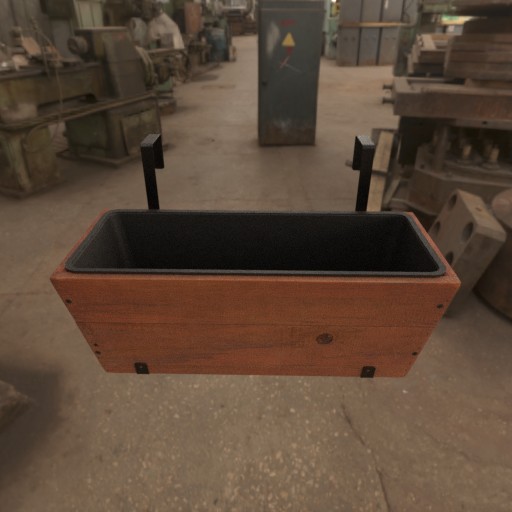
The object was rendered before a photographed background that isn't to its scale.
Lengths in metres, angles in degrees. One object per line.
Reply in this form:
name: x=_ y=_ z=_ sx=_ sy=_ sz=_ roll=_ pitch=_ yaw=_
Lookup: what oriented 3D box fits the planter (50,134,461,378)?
planter: x=0.000 y=0.000 z=0.648 sx=0.480 sy=0.289 sz=0.262 roll=1 pitch=30 yaw=1
